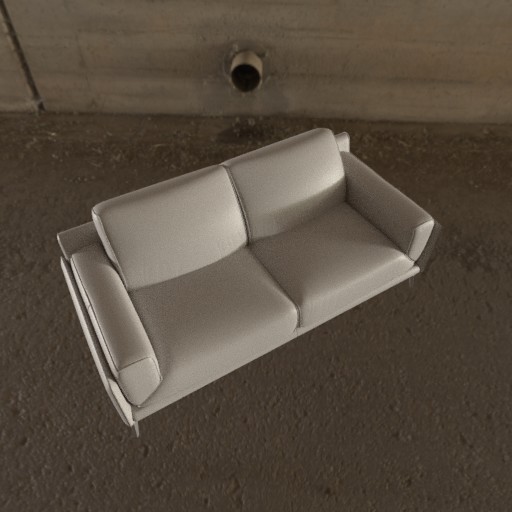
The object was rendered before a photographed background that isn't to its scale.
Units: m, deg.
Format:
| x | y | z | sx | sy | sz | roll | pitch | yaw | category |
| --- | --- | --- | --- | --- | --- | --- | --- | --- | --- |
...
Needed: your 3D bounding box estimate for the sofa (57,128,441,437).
| x | y | z | sx | sy | sz | roll | pitch | yaw | category |
| --- | --- | --- | --- | --- | --- | --- | --- | --- | --- |
| 0.000 | 0.000 | 2.681 | 2.101 | 0.930 | 1.049 | -24 | 52 | -20 | sofa |
